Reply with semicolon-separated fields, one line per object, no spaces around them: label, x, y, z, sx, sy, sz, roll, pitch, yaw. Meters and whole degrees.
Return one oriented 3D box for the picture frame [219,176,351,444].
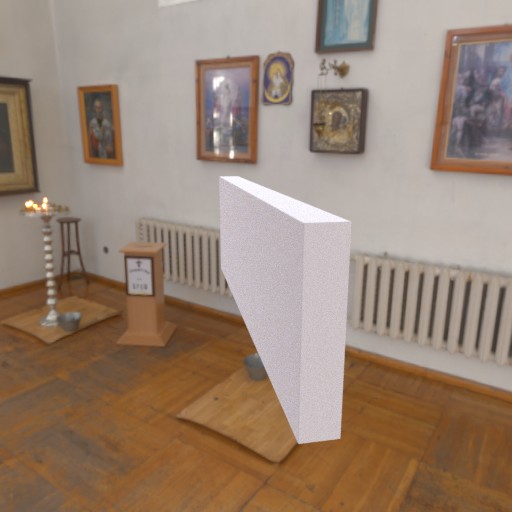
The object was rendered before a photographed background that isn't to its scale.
picture frame;0.000;0.000;0.832;0.050;0.250;0.759;-3;14;-11
